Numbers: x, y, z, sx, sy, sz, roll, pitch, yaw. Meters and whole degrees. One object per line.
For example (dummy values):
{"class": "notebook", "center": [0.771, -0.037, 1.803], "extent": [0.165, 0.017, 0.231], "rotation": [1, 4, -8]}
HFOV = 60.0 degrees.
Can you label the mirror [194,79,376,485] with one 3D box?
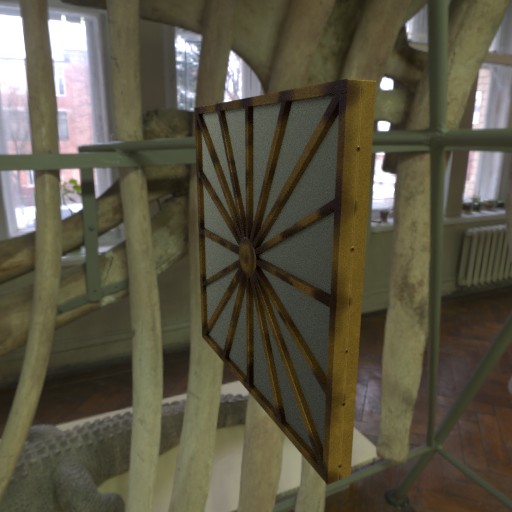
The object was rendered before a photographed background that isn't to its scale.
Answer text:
{"class": "mirror", "center": [0.000, 0.000, 0.754], "extent": [0.042, 0.507, 0.509], "rotation": [-7, 16, -25]}
